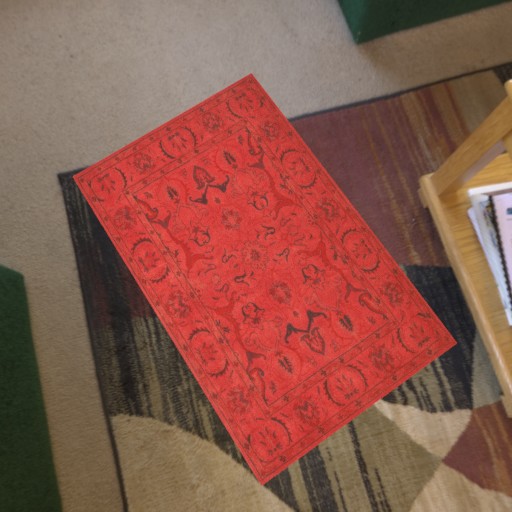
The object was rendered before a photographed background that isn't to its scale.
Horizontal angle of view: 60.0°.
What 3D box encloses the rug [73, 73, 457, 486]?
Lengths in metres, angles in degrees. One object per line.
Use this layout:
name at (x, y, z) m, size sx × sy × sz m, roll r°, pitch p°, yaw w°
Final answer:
rug at (0.000, 0.000, 3.024) m, size 1.534 × 0.010 × 2.423 m, roll -33°, pitch 78°, yaw -8°
